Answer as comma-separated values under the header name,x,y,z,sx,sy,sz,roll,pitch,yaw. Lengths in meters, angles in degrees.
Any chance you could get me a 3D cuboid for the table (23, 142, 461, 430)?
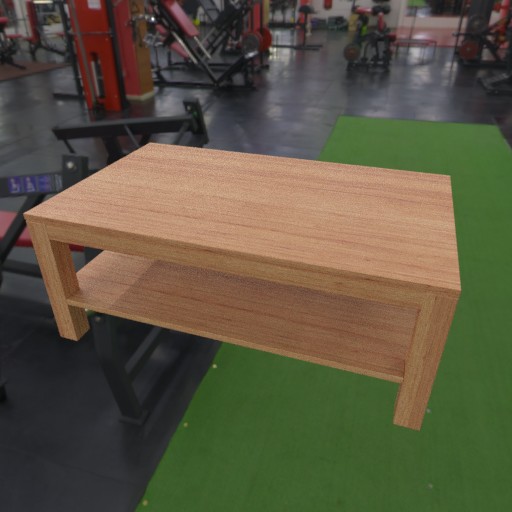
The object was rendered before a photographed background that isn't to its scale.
name,x,y,z,sx,sy,sz,roll,pitch,yaw
table,0.000,0.000,1.487,1.146,0.457,0.695,10,33,16
